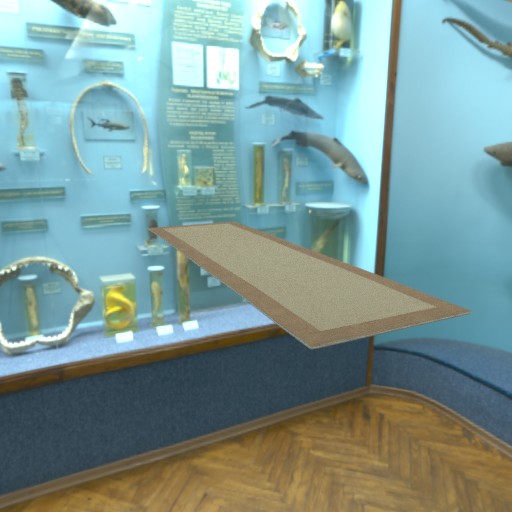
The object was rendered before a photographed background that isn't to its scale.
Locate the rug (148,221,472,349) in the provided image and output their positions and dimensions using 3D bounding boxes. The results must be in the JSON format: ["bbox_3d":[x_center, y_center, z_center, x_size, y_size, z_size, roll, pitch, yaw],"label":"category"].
[{"bbox_3d":[0.000,0.000,2.670,0.767,0.012,2.430,-7,15,-25],"label":"rug"}]
